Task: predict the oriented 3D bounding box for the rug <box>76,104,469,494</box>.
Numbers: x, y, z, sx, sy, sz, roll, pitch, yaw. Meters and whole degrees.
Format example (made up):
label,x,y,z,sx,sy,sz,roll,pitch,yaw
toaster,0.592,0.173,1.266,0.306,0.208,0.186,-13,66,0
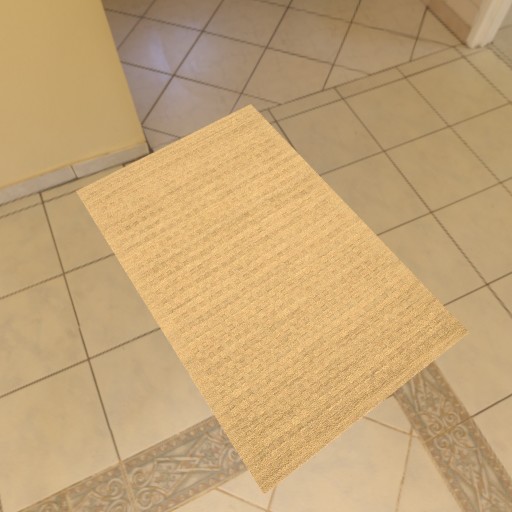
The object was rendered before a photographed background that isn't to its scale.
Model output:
label,x,y,z,sx,sy,sz,roll,pitch,yaw
rug,0.000,0.000,2.203,1.142,0.006,1.752,-31,66,-16
